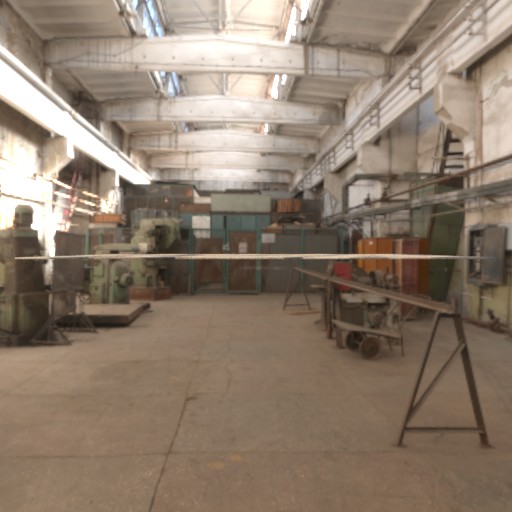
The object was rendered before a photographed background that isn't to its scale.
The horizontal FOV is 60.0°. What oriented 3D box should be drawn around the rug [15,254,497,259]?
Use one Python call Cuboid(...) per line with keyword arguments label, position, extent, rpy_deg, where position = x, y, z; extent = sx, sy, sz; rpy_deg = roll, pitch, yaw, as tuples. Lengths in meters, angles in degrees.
Cuboid(label="rug", position=(0.000, 0.000, 2.969), extent=(2.423, 0.008, 1.513), rpy_deg=(0, 1, 0))
